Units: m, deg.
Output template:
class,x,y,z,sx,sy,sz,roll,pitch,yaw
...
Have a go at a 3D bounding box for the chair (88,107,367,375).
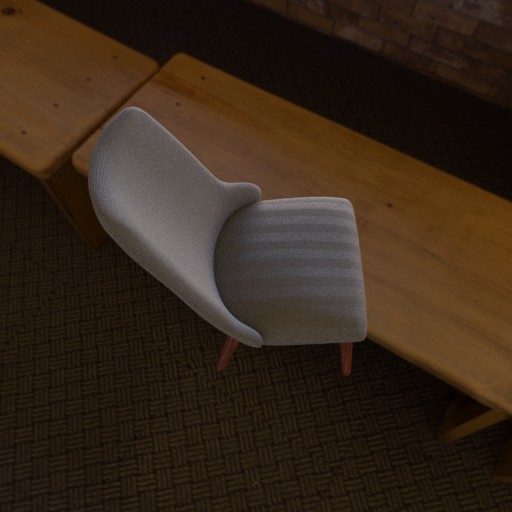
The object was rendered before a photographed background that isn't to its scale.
class,x,y,z,sx,sy,sz,roll,pitch,yaw
chair,0.000,0.000,1.345,0.707,0.918,0.535,1,63,0
